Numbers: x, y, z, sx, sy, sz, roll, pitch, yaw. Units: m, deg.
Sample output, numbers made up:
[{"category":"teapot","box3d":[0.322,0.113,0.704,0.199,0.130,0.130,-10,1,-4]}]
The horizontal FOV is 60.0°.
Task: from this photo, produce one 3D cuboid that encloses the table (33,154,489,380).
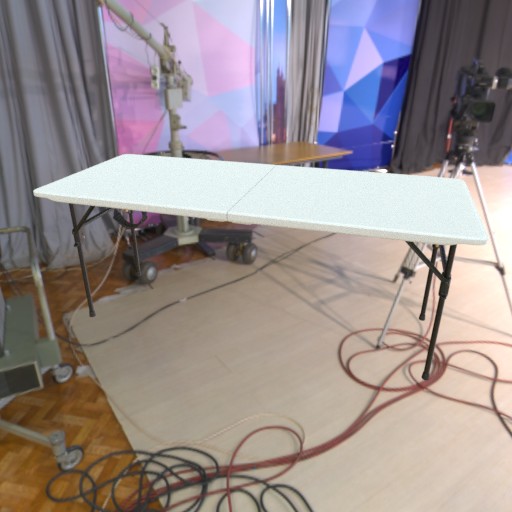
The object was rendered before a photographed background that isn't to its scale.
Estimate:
[{"category":"table","box3d":[0.000,0.000,2.163,1.829,0.719,0.761,8,27,15]}]
